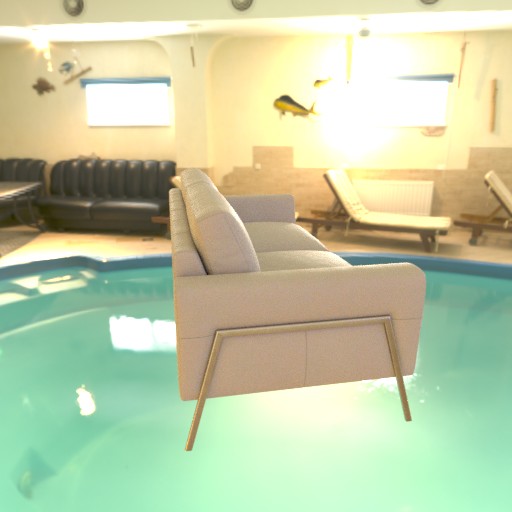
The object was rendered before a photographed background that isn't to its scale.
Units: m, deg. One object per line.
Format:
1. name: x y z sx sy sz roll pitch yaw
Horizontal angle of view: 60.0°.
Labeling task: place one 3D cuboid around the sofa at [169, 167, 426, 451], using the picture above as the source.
1. sofa: 0.000 0.000 2.561 0.953 0.875 2.017 -3 17 -11
